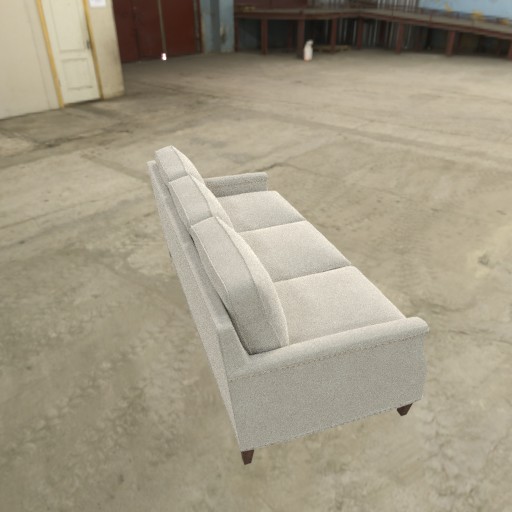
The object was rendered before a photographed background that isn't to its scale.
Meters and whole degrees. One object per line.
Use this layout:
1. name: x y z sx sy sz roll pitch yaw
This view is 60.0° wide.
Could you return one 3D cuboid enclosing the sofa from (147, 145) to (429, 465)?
1. sofa: 0.000 0.000 2.881 1.084 1.003 2.246 -10 31 -16
